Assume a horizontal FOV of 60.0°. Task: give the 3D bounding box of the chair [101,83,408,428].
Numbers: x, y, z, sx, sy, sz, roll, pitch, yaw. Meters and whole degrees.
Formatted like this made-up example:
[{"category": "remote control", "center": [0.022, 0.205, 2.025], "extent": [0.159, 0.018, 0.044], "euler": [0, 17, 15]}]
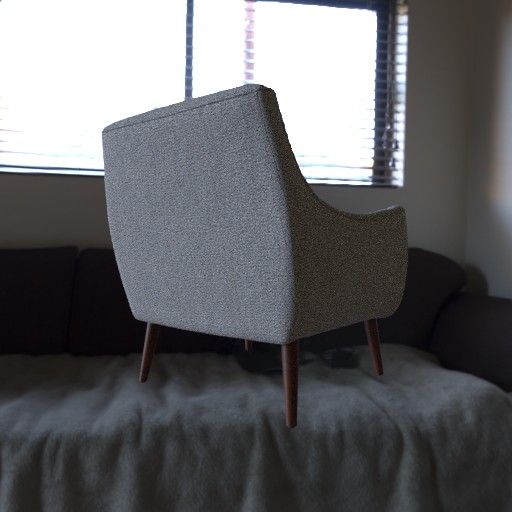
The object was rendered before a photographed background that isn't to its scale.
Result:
[{"category": "chair", "center": [0.000, 0.000, 1.465], "extent": [0.762, 0.838, 0.787], "euler": [1, 2, 38]}]
